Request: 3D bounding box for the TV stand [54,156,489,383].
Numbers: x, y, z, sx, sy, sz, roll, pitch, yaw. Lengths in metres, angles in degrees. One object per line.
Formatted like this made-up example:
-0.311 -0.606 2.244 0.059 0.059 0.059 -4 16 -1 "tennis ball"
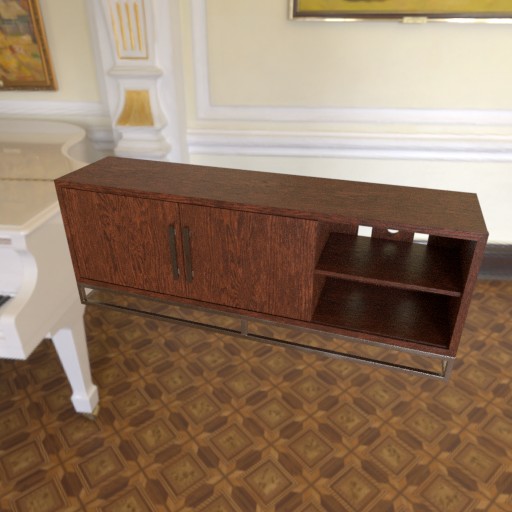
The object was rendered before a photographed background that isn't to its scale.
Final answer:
0.000 0.000 1.778 1.541 0.578 0.382 9 29 16 "TV stand"
